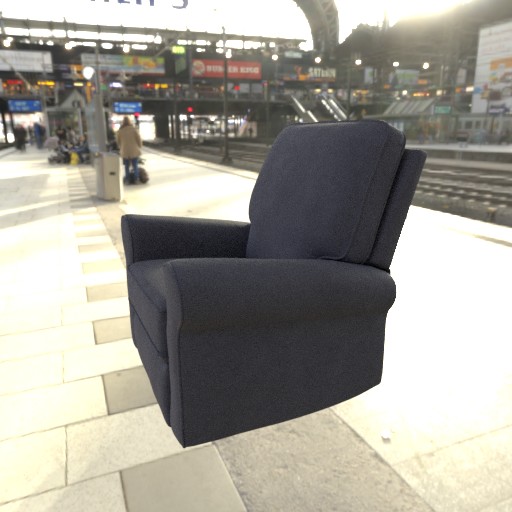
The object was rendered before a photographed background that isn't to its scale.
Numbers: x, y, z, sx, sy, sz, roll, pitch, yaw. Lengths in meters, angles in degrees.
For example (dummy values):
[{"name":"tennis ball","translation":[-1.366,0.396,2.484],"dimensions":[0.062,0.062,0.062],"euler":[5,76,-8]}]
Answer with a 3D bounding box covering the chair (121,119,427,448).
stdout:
[{"name":"chair","translation":[0.000,0.000,1.638],"dimensions":[0.878,0.961,0.890],"euler":[-7,18,-24]}]
